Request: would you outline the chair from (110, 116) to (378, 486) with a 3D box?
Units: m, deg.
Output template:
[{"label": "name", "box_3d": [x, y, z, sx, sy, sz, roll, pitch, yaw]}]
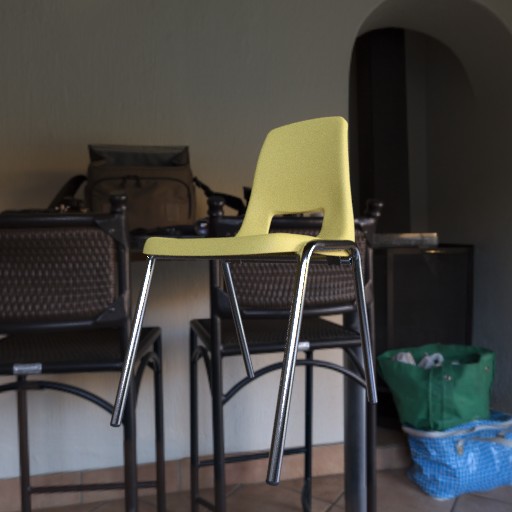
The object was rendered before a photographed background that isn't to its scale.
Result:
[{"label": "chair", "box_3d": [0.000, 0.000, 0.906, 0.381, 0.653, 0.436, 0, 0, 36]}]
